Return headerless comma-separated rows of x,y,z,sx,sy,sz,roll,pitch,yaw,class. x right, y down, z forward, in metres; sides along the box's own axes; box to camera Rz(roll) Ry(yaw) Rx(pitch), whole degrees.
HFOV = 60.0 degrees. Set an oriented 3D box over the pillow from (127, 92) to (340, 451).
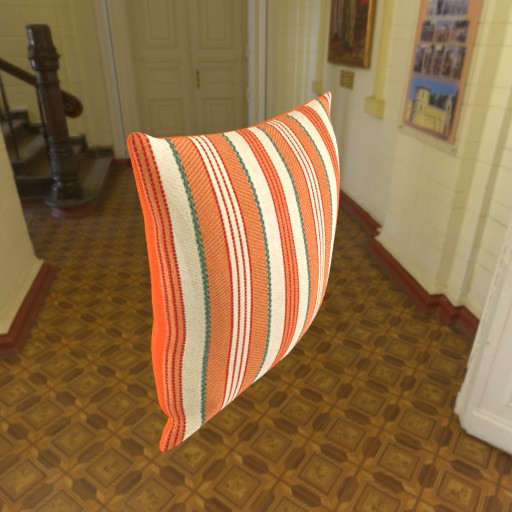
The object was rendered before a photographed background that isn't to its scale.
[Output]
0.000,0.000,0.674,0.182,0.441,0.440,18,33,30,pillow
